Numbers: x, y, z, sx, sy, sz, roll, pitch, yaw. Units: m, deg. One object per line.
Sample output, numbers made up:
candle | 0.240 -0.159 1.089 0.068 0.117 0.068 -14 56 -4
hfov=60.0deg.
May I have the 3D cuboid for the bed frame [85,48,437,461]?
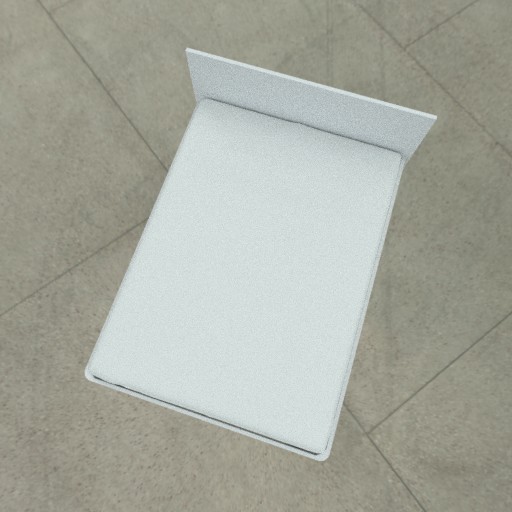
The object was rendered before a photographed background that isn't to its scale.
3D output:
bed frame | 0.000 0.000 2.660 1.490 0.800 1.950 17 74 5
